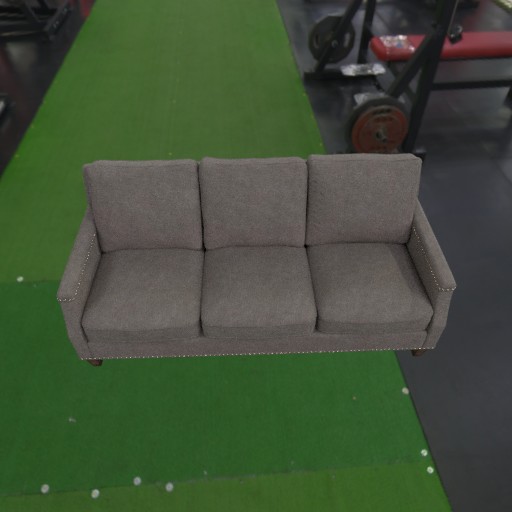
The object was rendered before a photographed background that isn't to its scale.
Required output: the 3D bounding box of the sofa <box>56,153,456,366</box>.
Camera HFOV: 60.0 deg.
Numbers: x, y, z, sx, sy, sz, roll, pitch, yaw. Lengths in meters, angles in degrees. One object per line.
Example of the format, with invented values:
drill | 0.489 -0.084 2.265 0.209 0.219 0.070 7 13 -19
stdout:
sofa | 0.000 0.000 2.822 2.226 1.042 1.034 -1 46 -1
